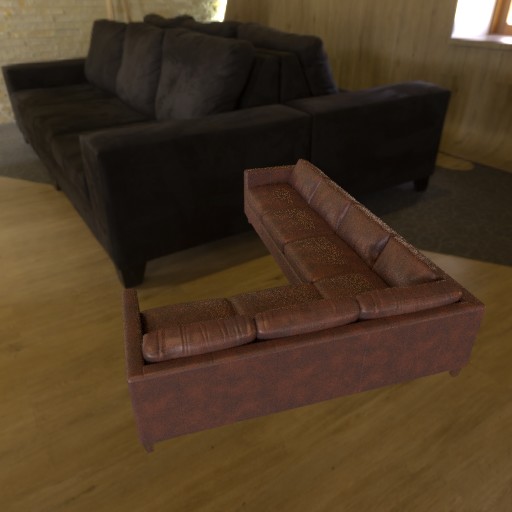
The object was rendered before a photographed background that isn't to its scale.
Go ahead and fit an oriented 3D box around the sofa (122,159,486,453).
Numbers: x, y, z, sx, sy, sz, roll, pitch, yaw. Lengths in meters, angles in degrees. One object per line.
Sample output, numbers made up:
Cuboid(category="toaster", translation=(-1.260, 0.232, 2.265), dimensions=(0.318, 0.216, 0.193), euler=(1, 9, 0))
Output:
Cuboid(category="sofa", translation=(0.000, 0.000, 4.209), dimensions=(2.438, 0.836, 3.152), euler=(-9, 32, -14))
